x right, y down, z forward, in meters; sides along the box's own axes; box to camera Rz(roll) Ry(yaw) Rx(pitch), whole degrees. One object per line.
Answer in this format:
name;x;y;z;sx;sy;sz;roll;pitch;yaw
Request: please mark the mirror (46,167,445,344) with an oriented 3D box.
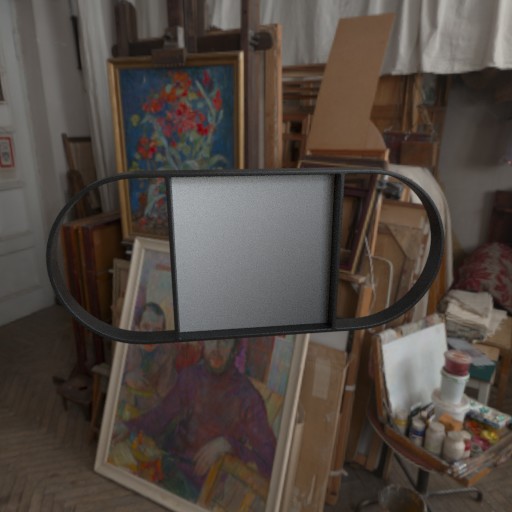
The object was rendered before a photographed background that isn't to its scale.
mirror;0.000;0.000;0.662;0.584;0.254;0.032;-2;18;-8
